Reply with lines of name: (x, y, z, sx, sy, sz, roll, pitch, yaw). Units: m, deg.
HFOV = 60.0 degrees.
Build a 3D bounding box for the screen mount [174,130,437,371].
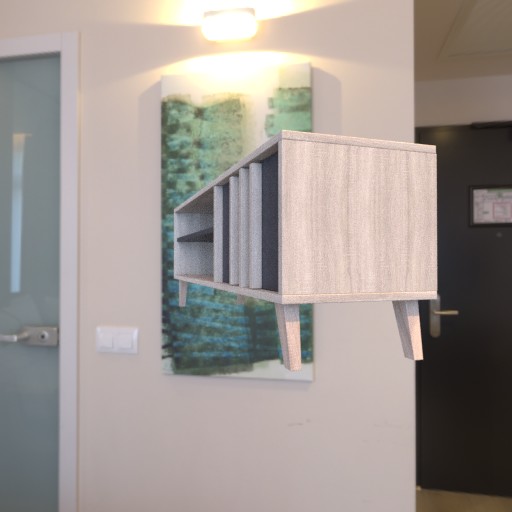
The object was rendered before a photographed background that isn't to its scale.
screen mount: (0.000, 0.000, 1.697, 0.401, 0.509, 1.500, 0, -1, -19)
